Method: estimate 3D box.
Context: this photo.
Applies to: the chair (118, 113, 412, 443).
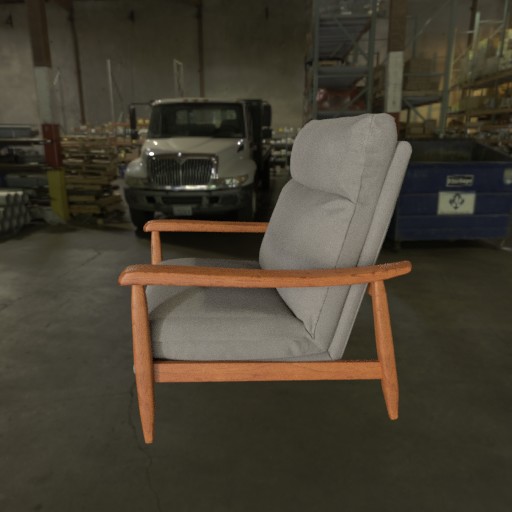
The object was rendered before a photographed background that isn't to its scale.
[{"bbox_3d":[0.000,0.000,1.535,0.816,0.922,0.782,-2,15,-8],"label":"chair"}]
